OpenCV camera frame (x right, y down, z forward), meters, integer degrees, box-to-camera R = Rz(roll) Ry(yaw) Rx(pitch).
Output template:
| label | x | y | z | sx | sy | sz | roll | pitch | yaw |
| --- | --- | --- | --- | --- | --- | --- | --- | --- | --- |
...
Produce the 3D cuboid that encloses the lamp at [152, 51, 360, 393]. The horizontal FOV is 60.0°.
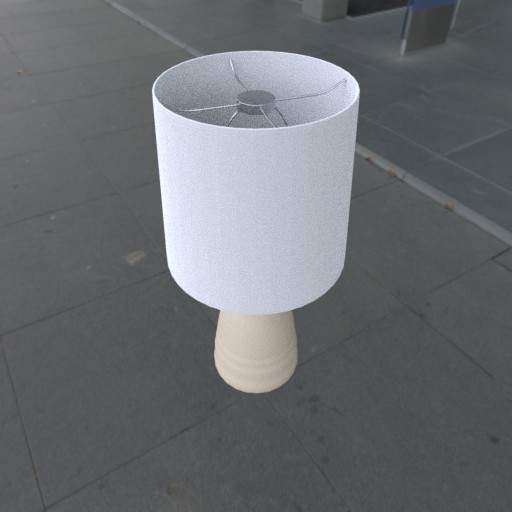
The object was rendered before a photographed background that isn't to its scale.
| label | x | y | z | sx | sy | sz | roll | pitch | yaw |
| --- | --- | --- | --- | --- | --- | --- | --- | --- | --- |
| lamp | 0.000 | 0.000 | 0.477 | 0.186 | 0.369 | 0.186 | 0 | 42 | 0 |
